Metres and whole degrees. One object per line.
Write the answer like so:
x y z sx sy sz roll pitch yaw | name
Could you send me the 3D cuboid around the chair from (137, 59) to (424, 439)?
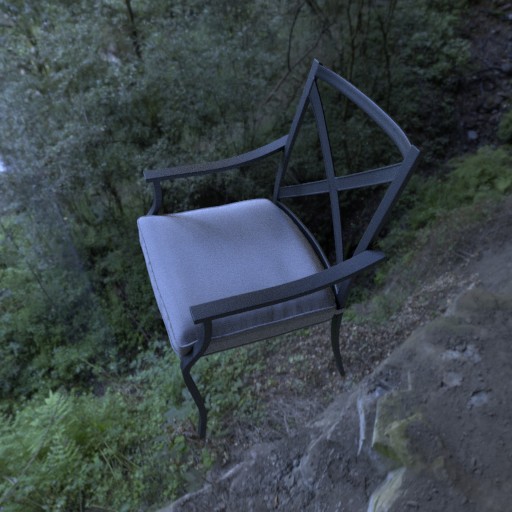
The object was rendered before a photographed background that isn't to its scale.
0.000 0.000 1.309 0.620 0.889 0.575 -15 48 -14 | chair
